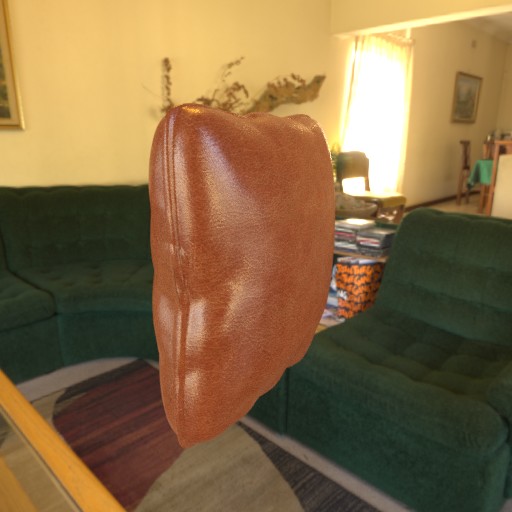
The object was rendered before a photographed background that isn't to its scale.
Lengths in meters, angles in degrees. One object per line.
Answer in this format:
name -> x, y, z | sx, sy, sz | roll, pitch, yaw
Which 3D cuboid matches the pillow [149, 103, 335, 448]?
pillow -> 0.000, 0.000, 0.834 | 0.236, 0.523, 0.532 | 8, 17, 26
